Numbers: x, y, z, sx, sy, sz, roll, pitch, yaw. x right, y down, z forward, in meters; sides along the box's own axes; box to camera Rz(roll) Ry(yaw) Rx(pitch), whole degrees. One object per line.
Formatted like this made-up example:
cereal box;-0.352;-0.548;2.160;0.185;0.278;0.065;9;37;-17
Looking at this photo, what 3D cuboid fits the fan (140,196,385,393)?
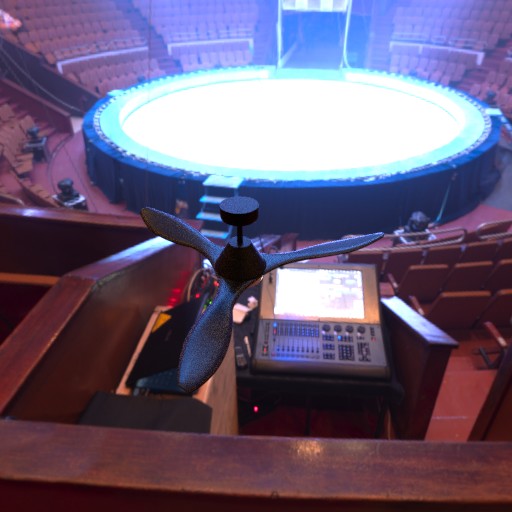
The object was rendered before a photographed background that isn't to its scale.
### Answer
fan;0.000;0.000;1.561;1.067;0.305;1.067;0;32;0
